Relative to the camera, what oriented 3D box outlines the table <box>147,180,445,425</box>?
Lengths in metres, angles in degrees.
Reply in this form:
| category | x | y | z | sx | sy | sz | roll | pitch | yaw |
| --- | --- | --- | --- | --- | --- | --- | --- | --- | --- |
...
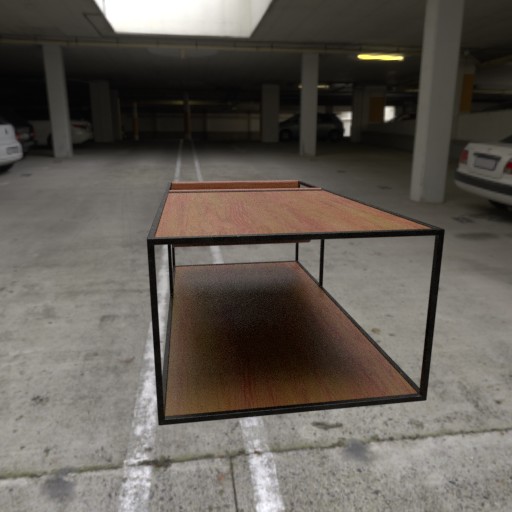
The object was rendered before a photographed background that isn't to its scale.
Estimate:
| category | x | y | z | sx | sy | sz | roll | pitch | yaw |
| --- | --- | --- | --- | --- | --- | --- | --- | --- | --- |
| table | 0.000 | 0.000 | 1.487 | 0.597 | 0.403 | 1.199 | -2 | 15 | -9 |
